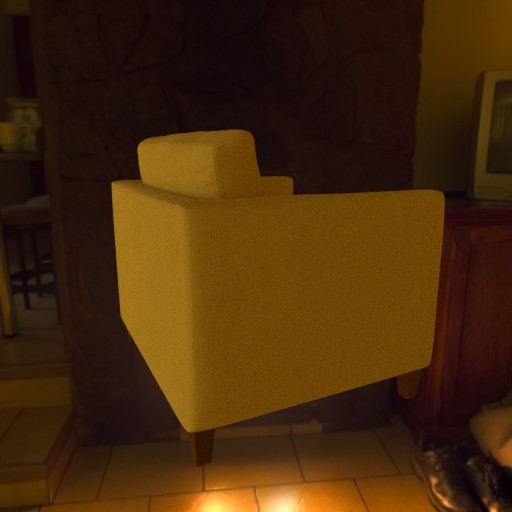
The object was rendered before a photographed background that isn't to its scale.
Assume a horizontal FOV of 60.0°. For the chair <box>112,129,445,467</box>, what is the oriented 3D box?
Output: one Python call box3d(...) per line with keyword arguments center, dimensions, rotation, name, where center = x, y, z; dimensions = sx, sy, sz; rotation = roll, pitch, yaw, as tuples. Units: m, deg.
box3d(center=(0.000, 0.000, 1.798), dimensions=(0.959, 0.961, 1.107), rotation=(-6, 14, -26), name="chair")
